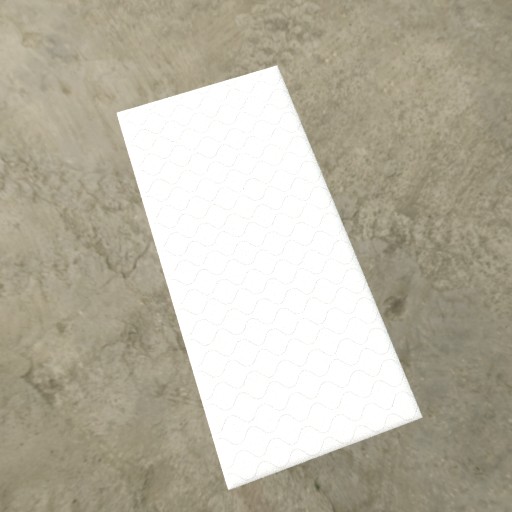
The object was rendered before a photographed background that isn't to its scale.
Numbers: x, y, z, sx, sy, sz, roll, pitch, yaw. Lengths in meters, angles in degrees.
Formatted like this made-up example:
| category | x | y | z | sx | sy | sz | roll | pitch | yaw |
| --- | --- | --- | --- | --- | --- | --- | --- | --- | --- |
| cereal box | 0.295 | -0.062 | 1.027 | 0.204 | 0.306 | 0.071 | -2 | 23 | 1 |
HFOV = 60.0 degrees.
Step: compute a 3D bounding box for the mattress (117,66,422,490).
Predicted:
| category | x | y | z | sx | sy | sz | roll | pitch | yaw |
| --- | --- | --- | --- | --- | --- | --- | --- | --- | --- |
| mattress | 0.000 | 0.000 | 2.205 | 0.900 | 0.200 | 1.900 | -18 | 76 | -5 |
